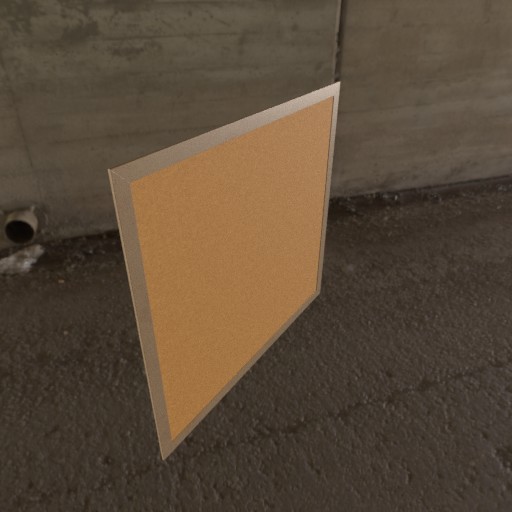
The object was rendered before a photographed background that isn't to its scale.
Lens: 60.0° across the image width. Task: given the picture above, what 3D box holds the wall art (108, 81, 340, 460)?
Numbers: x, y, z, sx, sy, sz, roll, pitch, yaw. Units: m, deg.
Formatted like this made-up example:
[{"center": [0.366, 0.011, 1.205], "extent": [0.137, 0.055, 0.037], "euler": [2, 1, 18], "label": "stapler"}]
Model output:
[{"center": [0.000, 0.000, 1.672], "extent": [0.025, 1.067, 1.168], "euler": [20, 37, 29], "label": "wall art"}]
